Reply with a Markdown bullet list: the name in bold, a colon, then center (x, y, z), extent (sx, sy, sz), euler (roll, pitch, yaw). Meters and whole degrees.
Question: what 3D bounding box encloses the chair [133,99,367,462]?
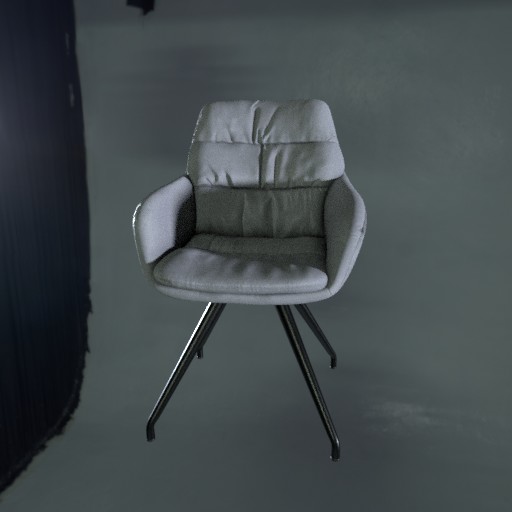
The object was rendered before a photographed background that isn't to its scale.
- **chair**: center (0.000, 0.000, 1.267), extent (0.579, 0.888, 0.569), euler (2, 14, 9)
